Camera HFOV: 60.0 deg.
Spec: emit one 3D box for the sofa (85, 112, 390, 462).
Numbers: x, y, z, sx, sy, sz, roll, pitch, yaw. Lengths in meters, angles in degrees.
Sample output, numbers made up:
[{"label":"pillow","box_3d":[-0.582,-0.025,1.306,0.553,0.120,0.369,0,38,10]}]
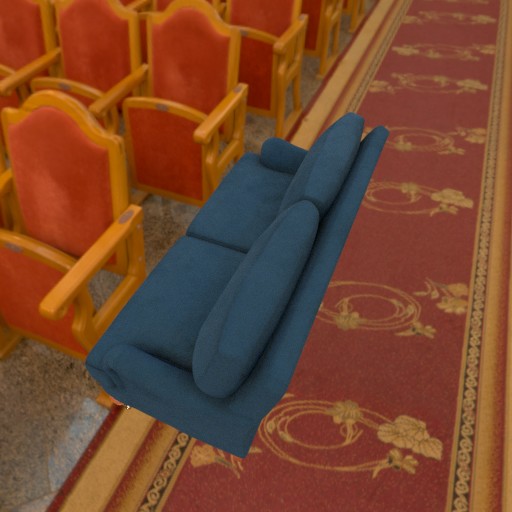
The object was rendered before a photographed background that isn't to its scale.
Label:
[{"label":"sofa","box_3d":[0.000,0.000,2.764,1.084,1.101,2.141,17,49,15]}]
